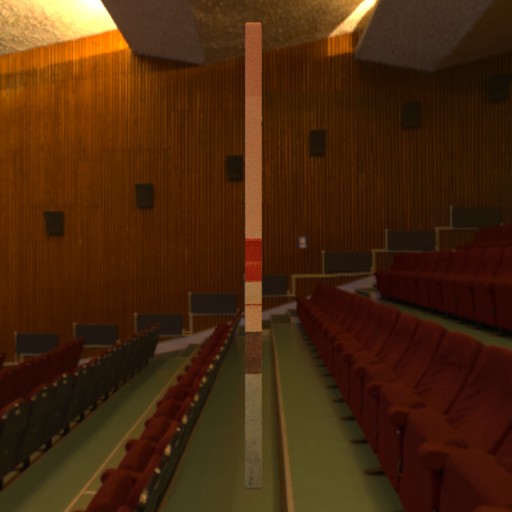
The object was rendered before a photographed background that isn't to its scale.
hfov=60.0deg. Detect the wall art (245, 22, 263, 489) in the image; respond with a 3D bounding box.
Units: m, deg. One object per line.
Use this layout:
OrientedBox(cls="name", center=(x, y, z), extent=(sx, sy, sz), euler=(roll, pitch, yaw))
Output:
OrientedBox(cls="wall art", center=(0.000, 0.000, 1.345), extent=(0.039, 1.016, 0.761), euler=(0, 0, 1))
